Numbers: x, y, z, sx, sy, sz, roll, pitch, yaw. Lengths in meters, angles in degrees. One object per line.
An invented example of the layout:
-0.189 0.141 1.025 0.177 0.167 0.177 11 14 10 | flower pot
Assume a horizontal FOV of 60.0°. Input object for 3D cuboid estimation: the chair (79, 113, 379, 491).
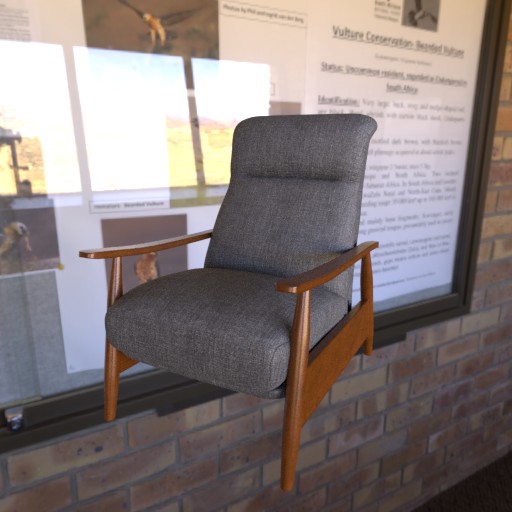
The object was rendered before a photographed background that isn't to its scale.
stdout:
0.000 0.000 1.712 0.762 1.082 1.030 8 17 27 | chair
